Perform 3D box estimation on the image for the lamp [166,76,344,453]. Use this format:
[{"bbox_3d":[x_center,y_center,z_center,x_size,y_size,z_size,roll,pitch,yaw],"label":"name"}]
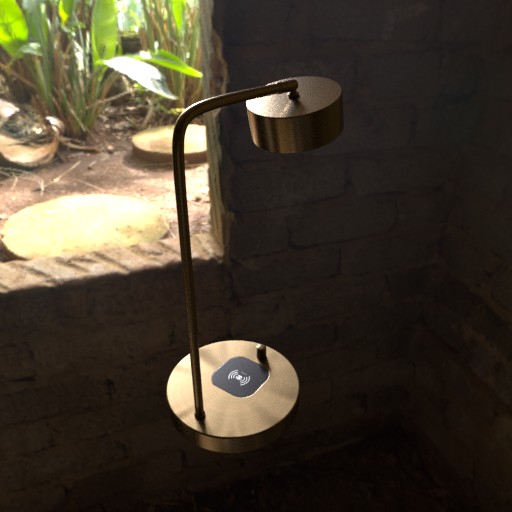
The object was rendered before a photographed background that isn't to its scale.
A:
[{"bbox_3d":[0.000,0.000,0.528,0.171,0.380,0.270,19,34,31],"label":"lamp"}]
